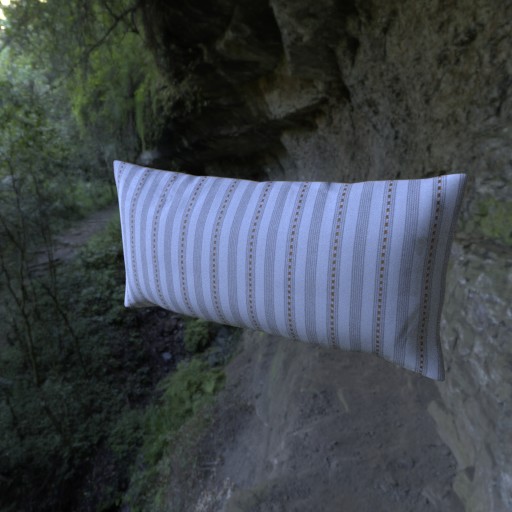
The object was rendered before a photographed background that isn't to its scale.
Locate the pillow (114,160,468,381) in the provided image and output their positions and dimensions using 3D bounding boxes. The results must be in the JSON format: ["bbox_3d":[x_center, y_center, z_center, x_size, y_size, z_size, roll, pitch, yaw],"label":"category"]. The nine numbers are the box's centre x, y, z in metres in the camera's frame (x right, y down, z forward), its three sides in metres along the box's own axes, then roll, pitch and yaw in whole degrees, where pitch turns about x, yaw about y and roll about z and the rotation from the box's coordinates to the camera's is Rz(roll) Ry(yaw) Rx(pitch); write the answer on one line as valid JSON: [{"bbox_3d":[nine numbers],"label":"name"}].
[{"bbox_3d":[0.000,0.000,0.729,0.608,0.291,0.151,8,17,27],"label":"pillow"}]
